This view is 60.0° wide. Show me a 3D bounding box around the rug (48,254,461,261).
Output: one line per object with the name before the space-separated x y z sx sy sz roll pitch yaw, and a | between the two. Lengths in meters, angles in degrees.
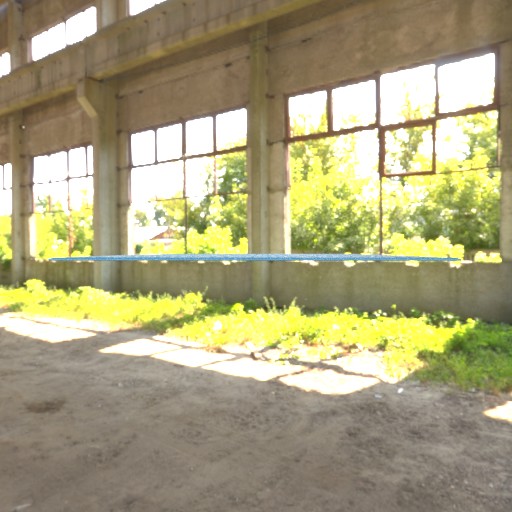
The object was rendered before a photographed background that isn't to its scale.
rug | 0.000 0.000 3.975 2.350 0.018 2.964 0 1 1
